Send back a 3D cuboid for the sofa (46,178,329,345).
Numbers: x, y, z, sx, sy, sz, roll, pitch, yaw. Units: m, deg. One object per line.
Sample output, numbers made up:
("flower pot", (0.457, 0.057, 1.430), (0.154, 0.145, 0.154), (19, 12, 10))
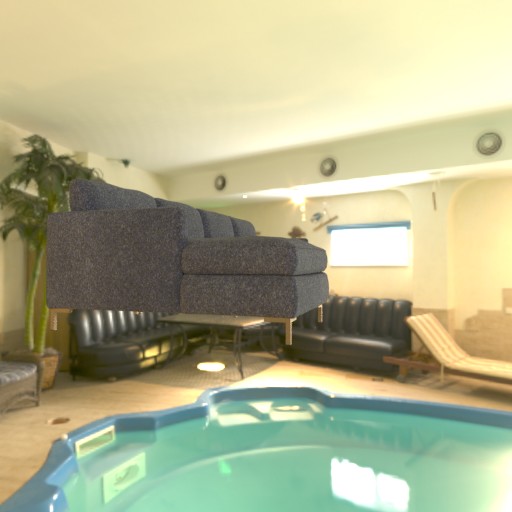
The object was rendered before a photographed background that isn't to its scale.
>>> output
("sofa", (0.000, 0.000, 3.442), (1.350, 0.810, 2.932), (0, -1, 18))
